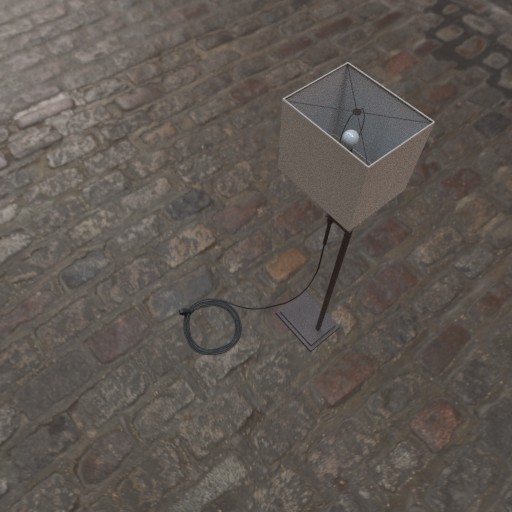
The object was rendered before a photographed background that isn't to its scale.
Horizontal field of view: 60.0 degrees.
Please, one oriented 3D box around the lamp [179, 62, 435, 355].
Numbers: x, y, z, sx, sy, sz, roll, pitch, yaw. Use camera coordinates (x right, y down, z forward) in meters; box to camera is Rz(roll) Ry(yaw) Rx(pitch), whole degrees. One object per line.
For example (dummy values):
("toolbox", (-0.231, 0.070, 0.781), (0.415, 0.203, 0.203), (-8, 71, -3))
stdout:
("lamp", (0.000, 0.000, 1.985), (0.774, 1.600, 0.698), (-35, 65, -19))
